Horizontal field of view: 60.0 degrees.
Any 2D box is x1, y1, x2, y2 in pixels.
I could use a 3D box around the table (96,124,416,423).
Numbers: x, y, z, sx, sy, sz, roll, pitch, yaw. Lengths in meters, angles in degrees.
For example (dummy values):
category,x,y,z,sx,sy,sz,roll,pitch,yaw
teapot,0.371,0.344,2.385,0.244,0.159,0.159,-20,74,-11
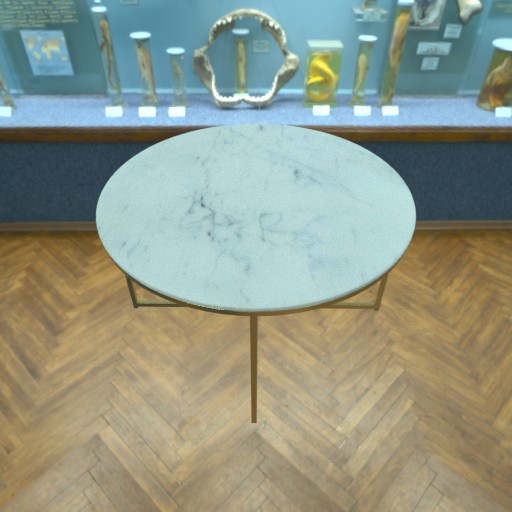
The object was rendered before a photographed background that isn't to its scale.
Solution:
category,x,y,z,sx,sy,sz,roll,pitch,yaw
table,0.000,0.000,1.293,0.800,0.450,0.800,0,42,0
